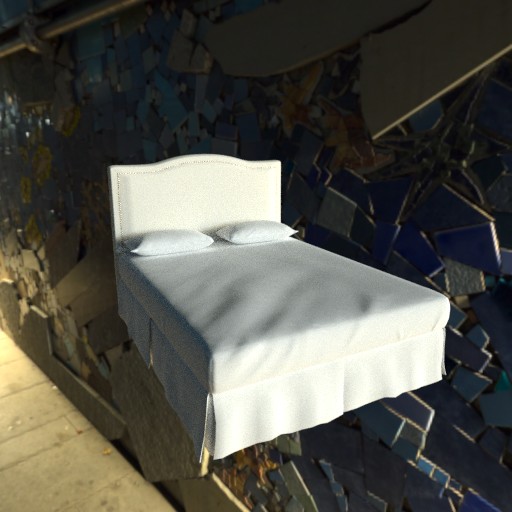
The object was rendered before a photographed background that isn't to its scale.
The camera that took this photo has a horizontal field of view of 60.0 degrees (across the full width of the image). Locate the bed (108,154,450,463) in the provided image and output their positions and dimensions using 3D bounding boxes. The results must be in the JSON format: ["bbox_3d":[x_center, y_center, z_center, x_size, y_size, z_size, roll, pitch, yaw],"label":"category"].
[{"bbox_3d":[0.000,0.000,3.402,1.821,1.436,2.282,-8,18,-27],"label":"bed"}]
